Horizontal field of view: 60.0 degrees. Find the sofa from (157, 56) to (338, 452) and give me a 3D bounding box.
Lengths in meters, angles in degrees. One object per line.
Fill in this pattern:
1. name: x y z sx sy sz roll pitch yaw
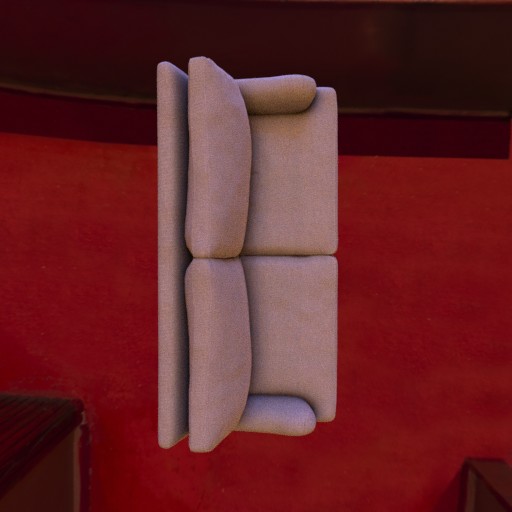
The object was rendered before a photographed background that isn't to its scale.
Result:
1. sofa: 0.000 0.000 2.850 1.069 1.096 2.193 0 91 1
